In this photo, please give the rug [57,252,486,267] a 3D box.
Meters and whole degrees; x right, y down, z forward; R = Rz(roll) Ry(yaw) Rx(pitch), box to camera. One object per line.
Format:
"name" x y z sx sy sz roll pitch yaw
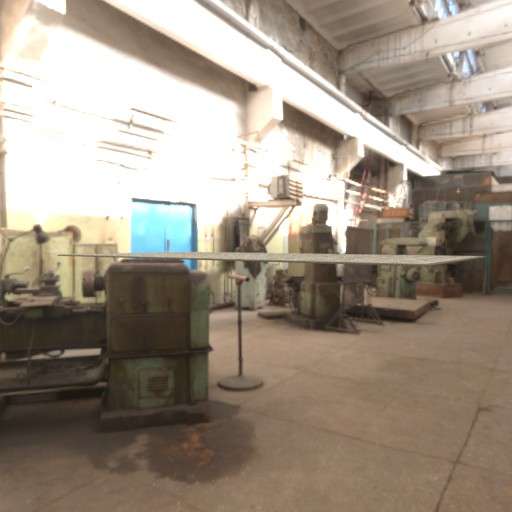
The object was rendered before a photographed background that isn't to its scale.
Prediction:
"rug" 0.000 0.000 3.505 3.048 0.011 1.546 1 2 36
